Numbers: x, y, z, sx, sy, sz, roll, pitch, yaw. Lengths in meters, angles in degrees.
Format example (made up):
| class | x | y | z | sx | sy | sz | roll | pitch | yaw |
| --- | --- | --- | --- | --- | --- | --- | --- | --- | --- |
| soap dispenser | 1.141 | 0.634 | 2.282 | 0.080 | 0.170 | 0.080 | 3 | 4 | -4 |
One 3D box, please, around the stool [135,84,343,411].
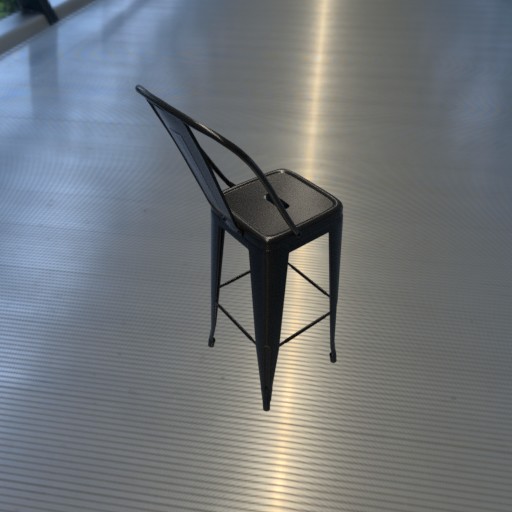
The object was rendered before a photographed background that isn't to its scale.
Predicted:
| class | x | y | z | sx | sy | sz | roll | pitch | yaw |
| --- | --- | --- | --- | --- | --- | --- | --- | --- | --- |
| stool | 0.000 | 0.000 | 1.367 | 0.513 | 1.096 | 0.399 | -27 | 47 | -28 |
